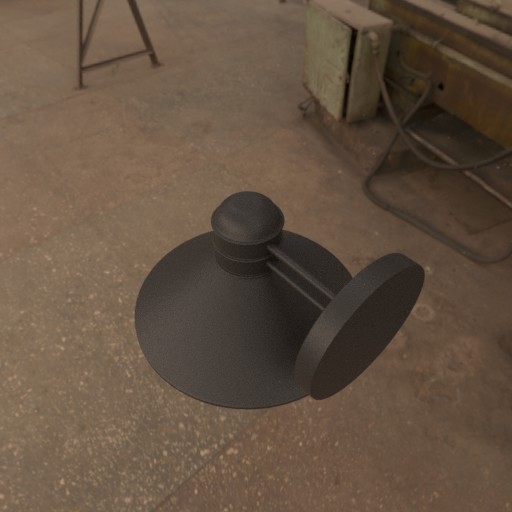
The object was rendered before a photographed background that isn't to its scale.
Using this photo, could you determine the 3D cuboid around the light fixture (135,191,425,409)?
[{"bbox_3d":[0.000,0.000,0.680,0.396,0.265,0.434,-31,53,-27],"label":"light fixture"}]
